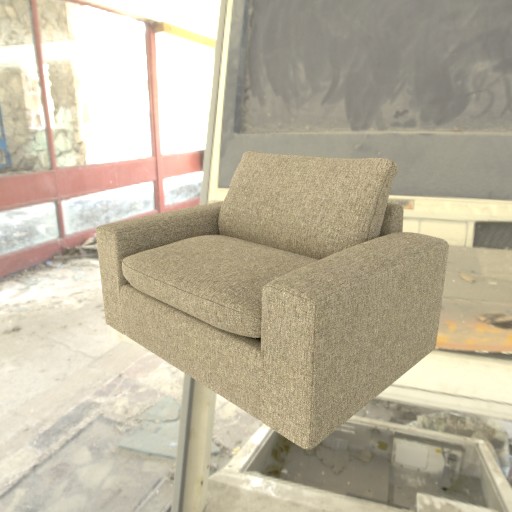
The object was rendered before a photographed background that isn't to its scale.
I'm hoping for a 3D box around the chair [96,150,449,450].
[{"bbox_3d":[0.000,0.000,2.108,1.398,0.915,1.039,16,23,42],"label":"chair"}]
